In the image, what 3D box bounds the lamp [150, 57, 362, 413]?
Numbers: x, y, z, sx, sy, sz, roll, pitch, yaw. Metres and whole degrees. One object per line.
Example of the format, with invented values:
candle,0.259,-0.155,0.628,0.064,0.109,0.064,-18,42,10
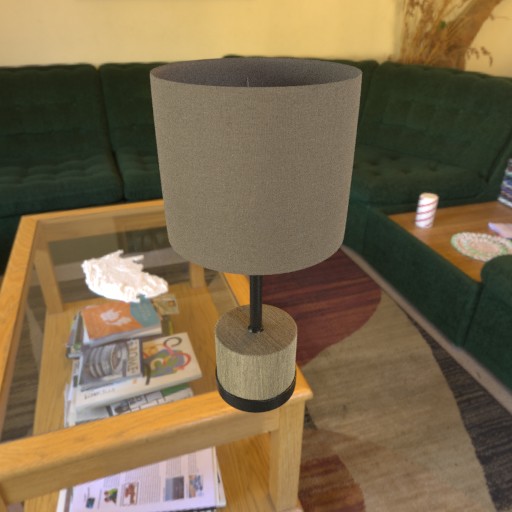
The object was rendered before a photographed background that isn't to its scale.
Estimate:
lamp,0.000,0.000,0.600,0.229,0.470,0.229,-20,36,-30
